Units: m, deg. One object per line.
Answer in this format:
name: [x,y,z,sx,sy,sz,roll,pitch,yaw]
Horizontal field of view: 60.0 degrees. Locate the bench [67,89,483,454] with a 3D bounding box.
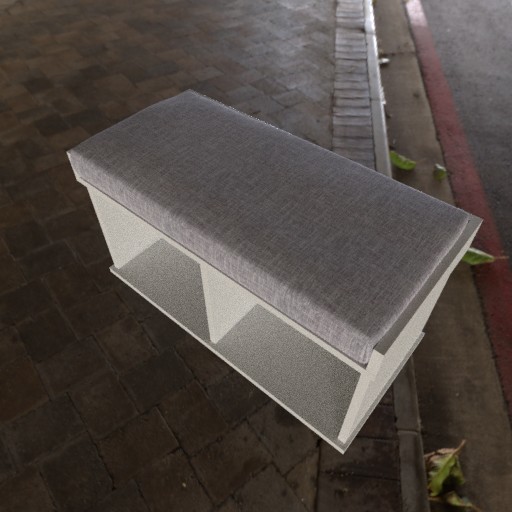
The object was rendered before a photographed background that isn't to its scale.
bench: [0.000,0.000,0.989,0.734,0.461,0.362,32,55,26]
